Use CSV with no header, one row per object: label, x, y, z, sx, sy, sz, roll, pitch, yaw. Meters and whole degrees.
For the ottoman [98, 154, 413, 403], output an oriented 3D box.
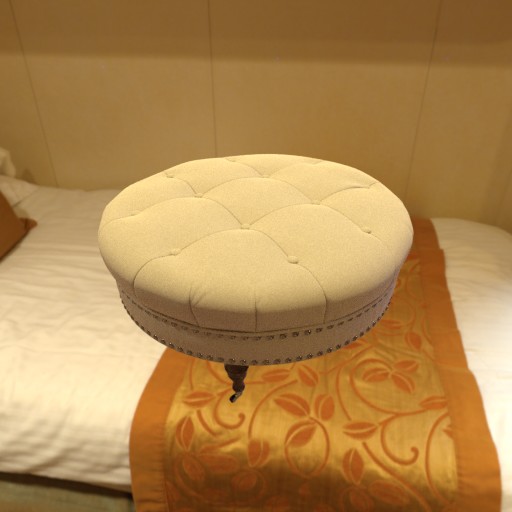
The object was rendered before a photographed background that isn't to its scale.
ottoman,0.000,0.000,1.392,0.901,0.439,0.901,0,32,0
